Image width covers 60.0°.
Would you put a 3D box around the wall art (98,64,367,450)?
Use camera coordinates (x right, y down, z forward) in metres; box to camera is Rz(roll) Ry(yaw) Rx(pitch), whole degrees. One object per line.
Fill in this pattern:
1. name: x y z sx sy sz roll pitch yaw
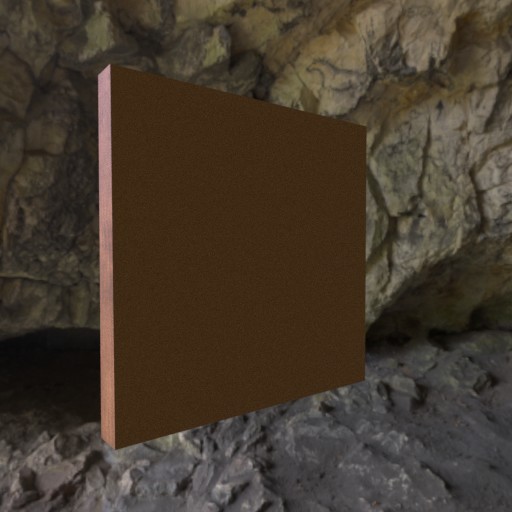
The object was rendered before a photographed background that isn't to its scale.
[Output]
1. wall art: 0.000 0.000 0.572 0.386 0.385 0.038 -1 2 -37
